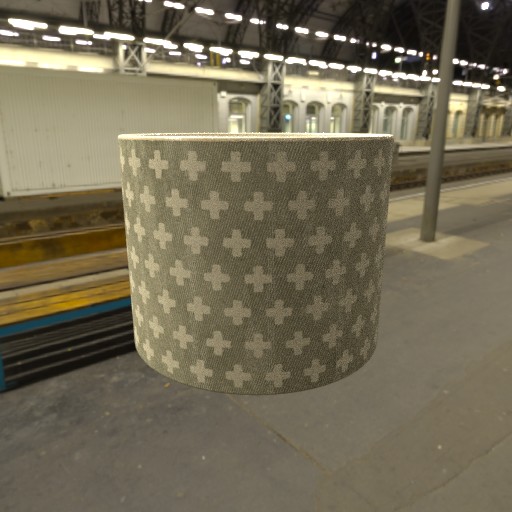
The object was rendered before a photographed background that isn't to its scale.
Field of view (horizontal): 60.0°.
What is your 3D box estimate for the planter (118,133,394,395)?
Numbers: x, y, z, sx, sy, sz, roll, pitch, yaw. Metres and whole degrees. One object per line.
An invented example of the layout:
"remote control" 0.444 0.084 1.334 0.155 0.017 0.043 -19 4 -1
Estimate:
"planter" 0.000 0.000 0.452 0.250 0.239 0.250 0 16 0
